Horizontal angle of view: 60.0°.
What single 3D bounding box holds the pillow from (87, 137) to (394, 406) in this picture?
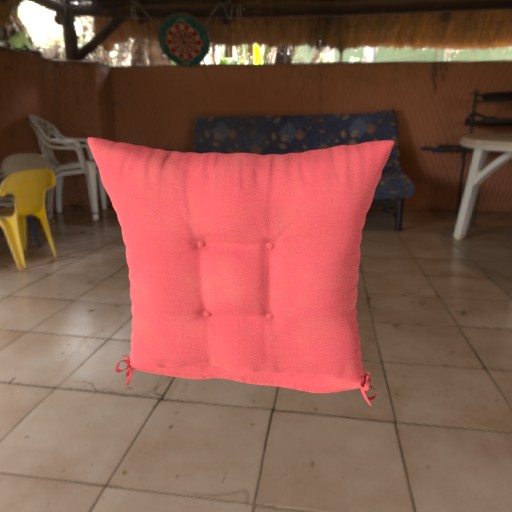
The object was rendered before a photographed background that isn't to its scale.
[{"bbox_3d":[0.000,0.000,1.019,0.541,0.536,0.585,2,16,8],"label":"pillow"}]
